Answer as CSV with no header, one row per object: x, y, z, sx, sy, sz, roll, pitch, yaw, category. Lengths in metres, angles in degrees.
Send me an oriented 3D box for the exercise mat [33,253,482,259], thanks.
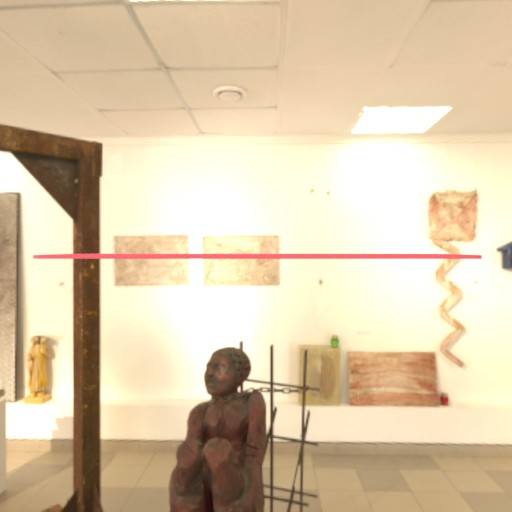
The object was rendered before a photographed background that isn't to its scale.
0.000,0.000,2.110,1.884,0.021,0.616,0,0,2,exercise mat
